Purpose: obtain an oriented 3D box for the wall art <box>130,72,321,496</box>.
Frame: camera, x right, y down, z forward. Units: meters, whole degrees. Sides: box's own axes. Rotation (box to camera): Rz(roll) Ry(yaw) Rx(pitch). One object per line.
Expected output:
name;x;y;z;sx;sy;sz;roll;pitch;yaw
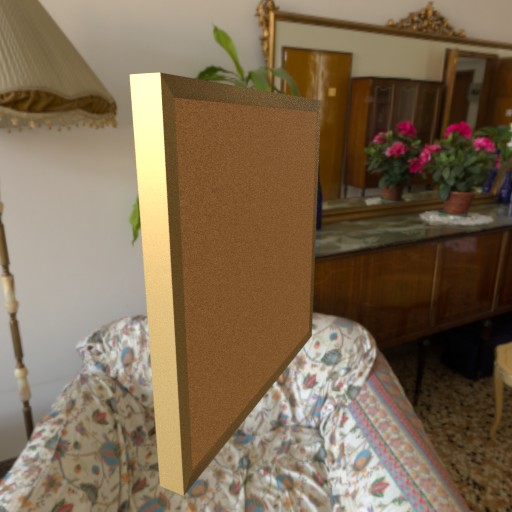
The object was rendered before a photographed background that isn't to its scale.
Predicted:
wall art;0.000;0.000;0.729;0.038;0.508;0.507;8;18;25
